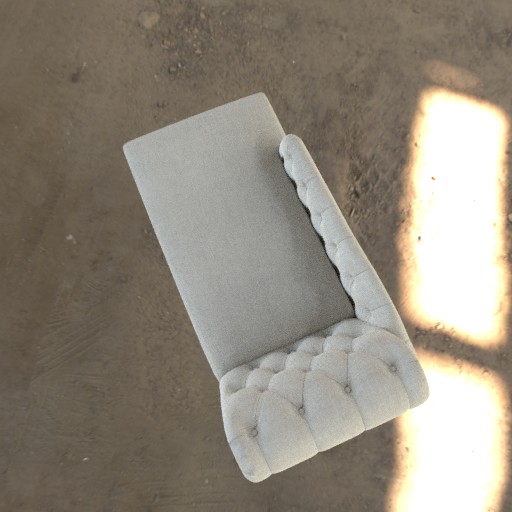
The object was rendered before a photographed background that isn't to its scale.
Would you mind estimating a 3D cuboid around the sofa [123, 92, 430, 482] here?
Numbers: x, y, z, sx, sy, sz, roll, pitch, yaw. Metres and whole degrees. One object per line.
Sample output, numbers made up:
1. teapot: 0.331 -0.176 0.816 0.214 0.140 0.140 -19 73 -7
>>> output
1. sofa: 0.000 0.000 1.753 0.675 0.787 1.379 -23 77 -6
